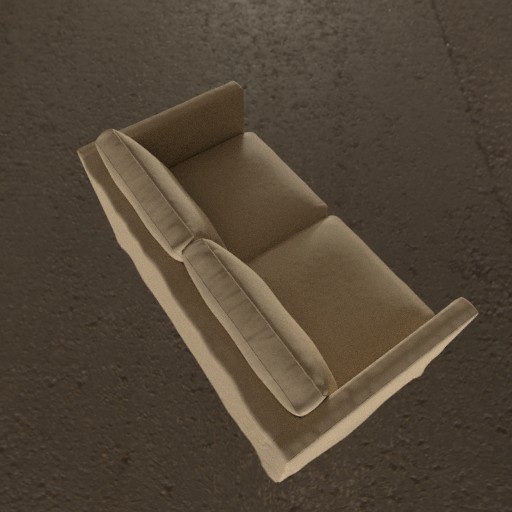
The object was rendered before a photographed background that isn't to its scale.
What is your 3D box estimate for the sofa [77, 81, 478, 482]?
[{"bbox_3d":[0.000,0.000,2.147,0.962,0.835,1.719,-31,63,-18],"label":"sofa"}]
